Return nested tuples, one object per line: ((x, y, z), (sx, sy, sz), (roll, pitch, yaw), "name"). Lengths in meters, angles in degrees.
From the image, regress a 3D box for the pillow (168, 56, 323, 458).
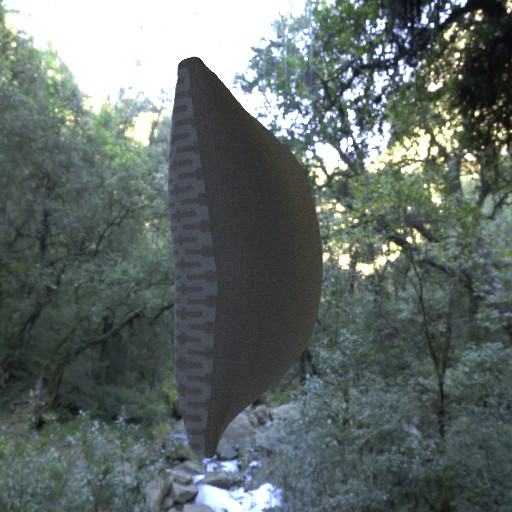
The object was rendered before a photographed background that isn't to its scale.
((0.000, 0.000, 0.768), (0.219, 0.491, 0.496), (0, 1, 17), "pillow")
